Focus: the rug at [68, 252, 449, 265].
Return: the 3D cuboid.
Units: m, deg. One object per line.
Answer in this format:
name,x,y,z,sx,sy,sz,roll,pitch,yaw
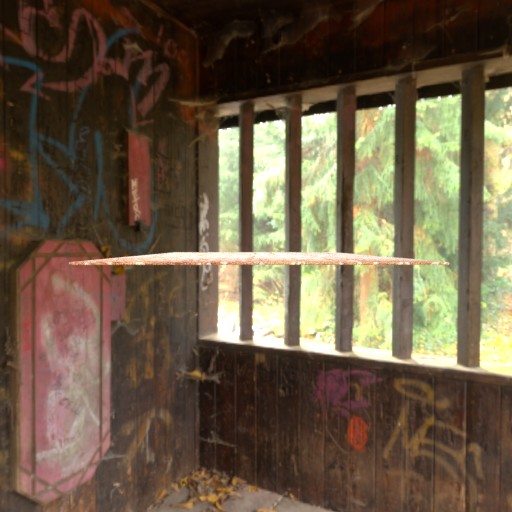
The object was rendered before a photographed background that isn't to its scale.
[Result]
rug,0.000,0.000,2.974,1.517,0.011,2.435,0,1,-1
